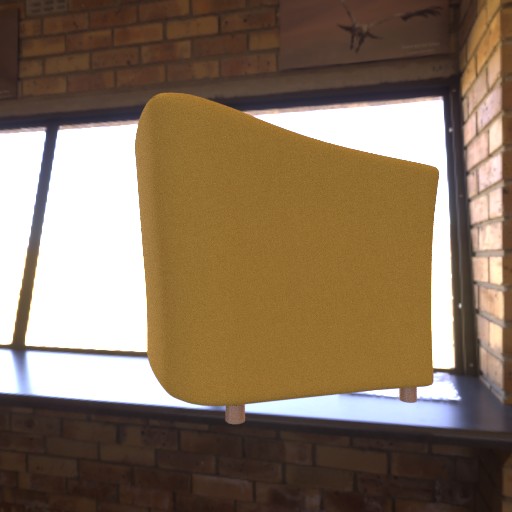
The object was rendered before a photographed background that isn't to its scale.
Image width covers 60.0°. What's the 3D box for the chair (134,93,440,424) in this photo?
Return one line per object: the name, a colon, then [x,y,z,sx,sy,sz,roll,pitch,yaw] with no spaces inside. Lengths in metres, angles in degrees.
chair: [0.000,0.000,1.333,0.700,0.720,0.790,0,0,-18]
